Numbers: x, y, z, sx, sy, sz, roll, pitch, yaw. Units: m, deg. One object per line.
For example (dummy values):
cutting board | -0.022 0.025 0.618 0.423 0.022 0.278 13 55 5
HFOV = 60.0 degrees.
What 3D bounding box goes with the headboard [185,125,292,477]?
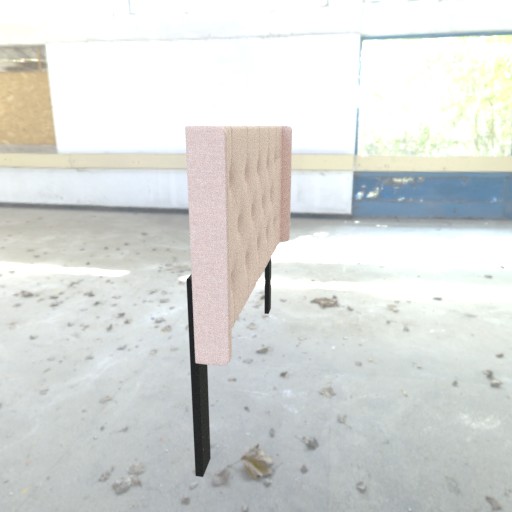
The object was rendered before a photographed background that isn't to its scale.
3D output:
headboard | 0.000 0.000 2.702 0.184 1.524 2.051 3 17 10
